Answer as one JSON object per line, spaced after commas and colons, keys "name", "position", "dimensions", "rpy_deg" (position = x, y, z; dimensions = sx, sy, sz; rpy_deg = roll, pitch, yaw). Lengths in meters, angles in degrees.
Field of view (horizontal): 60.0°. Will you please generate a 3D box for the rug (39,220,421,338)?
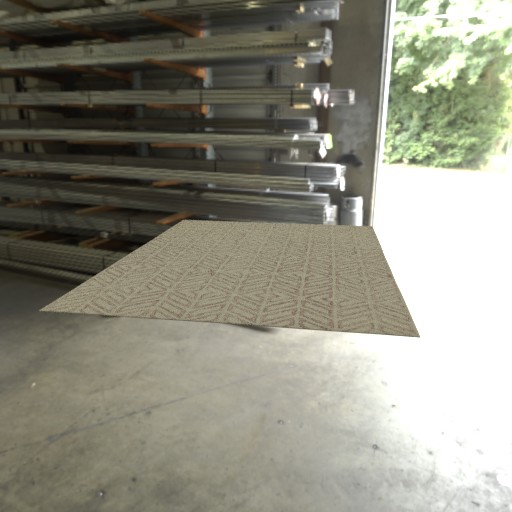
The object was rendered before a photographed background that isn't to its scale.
{"name": "rug", "position": [0.000, 0.000, 4.190], "dimensions": [2.421, 0.008, 3.045], "rpy_deg": [3, 16, 9]}
